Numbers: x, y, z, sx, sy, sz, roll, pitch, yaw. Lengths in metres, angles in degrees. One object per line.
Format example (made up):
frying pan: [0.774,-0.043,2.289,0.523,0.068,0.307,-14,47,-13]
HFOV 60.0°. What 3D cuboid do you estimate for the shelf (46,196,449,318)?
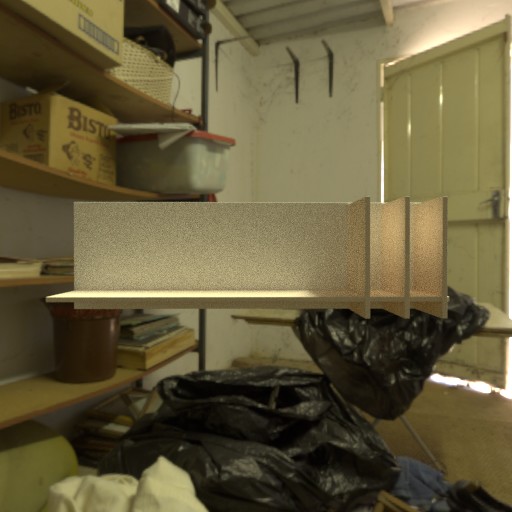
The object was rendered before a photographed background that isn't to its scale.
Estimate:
shelf: [0.000,0.000,1.162,1.020,0.300,0.200,0,1,-1]
